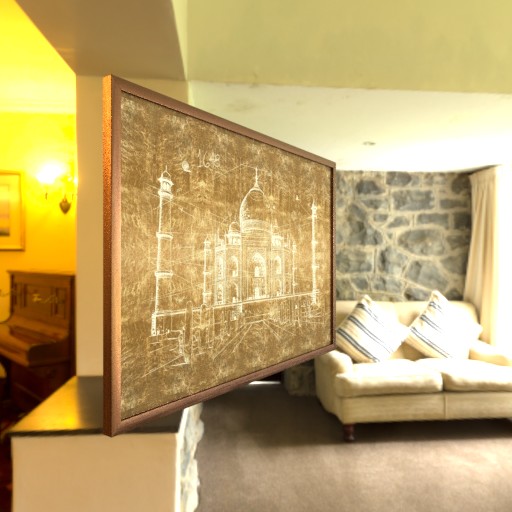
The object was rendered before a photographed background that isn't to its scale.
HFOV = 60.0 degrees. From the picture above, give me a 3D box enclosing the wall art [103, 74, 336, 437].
[{"bbox_3d":[0.000,0.000,0.549,0.012,0.304,0.431,0,0,36],"label":"wall art"}]
